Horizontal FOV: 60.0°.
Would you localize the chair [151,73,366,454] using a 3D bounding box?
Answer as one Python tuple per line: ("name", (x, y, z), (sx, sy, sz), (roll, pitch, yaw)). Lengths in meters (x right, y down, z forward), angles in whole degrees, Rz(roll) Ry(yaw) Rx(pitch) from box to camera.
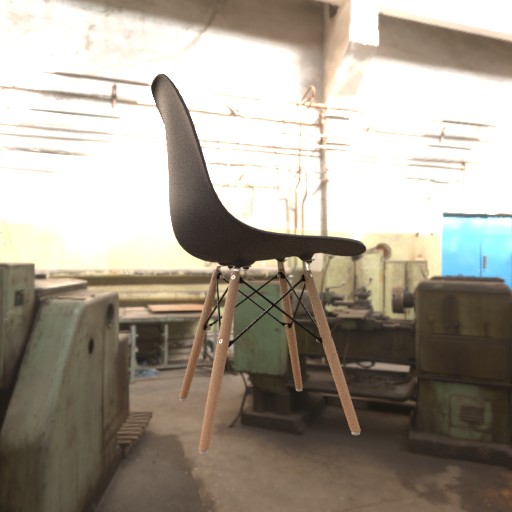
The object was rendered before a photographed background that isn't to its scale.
("chair", (0.000, 0.000, 1.149), (0.533, 0.826, 0.470), (0, -1, -16))
